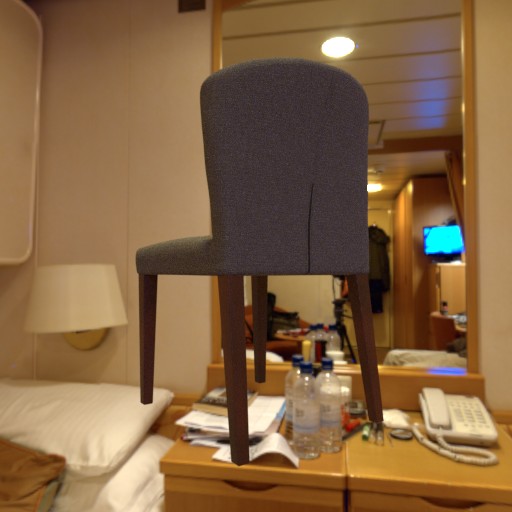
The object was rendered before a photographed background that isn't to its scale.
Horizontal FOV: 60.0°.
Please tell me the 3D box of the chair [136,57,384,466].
[{"bbox_3d":[0.000,0.000,1.200,0.491,0.839,0.589,1,-2,-36],"label":"chair"}]
